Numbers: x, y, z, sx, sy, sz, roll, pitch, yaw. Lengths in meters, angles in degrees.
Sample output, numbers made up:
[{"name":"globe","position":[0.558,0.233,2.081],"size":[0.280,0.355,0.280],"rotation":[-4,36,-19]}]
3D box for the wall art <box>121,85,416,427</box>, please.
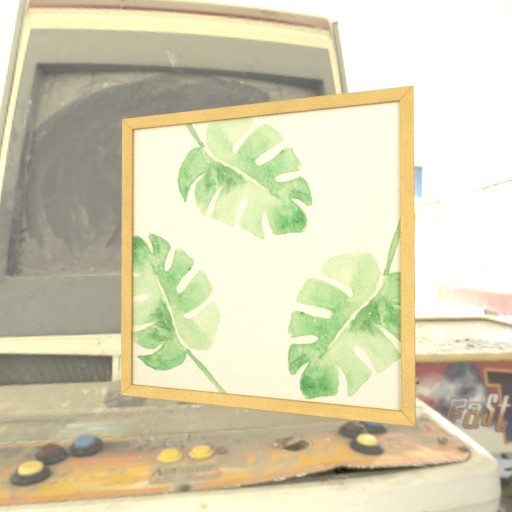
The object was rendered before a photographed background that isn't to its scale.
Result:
[{"name":"wall art","position":[0.000,0.000,0.754],"size":[0.508,0.508,0.038],"rotation":[0,-1,18]}]
